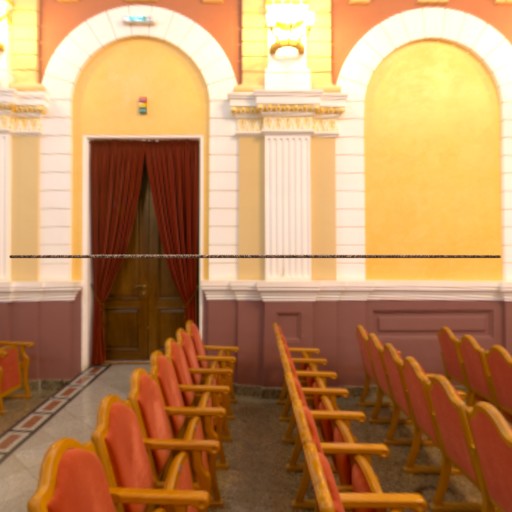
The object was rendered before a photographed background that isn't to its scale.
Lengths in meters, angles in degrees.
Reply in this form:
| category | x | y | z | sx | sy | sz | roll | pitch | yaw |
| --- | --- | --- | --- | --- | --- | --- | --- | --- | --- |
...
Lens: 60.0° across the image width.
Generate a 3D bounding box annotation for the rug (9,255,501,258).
| category | x | y | z | sx | sy | sz | roll | pitch | yaw |
| --- | --- | --- | --- | --- | --- | --- | --- | --- | --- |
| rug | 0.000 | 0.000 | 2.213 | 1.808 | 0.011 | 1.189 | 0 | 0 | 0 |
